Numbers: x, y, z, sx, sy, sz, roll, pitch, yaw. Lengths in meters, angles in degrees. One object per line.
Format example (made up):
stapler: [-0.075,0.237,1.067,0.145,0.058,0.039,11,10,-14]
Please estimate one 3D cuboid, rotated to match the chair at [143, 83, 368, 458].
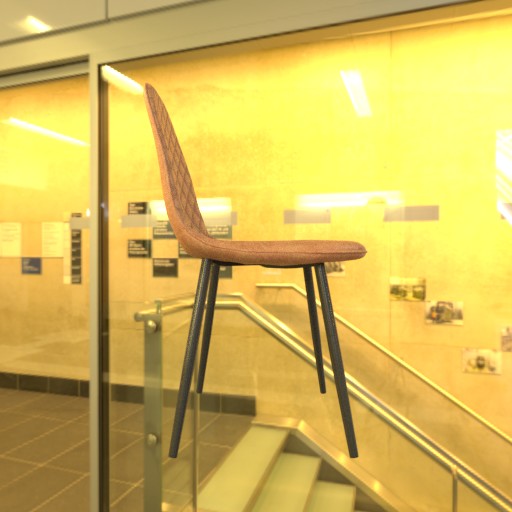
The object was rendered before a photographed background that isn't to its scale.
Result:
chair: [0.000,0.000,1.203,0.561,0.889,0.472,0,0,0]
